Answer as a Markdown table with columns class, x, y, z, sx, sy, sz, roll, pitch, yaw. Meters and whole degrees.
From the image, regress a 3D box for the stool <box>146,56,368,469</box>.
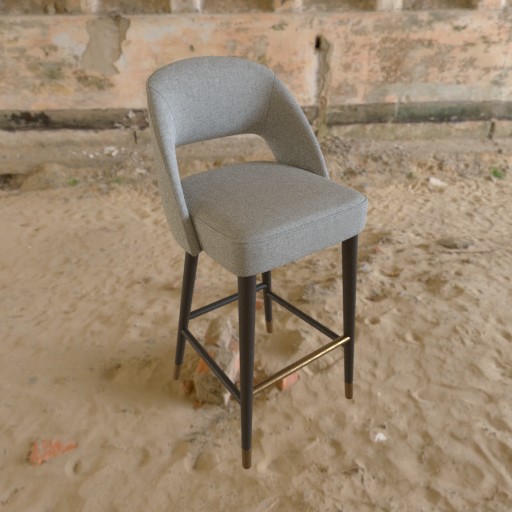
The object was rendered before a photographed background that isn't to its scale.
| class | x | y | z | sx | sy | sz | roll | pitch | yaw |
| --- | --- | --- | --- | --- | --- | --- | --- | --- | --- |
| stool | 0.000 | 0.000 | 1.304 | 0.494 | 1.037 | 0.509 | -21 | 36 | -31 |
